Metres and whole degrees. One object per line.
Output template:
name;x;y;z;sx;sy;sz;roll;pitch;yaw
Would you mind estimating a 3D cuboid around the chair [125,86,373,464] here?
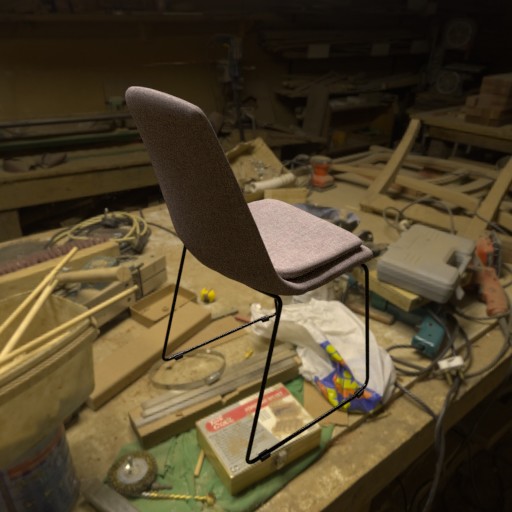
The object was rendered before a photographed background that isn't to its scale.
chair;0.000;0.000;1.154;0.518;0.858;0.479;-19;33;-32
